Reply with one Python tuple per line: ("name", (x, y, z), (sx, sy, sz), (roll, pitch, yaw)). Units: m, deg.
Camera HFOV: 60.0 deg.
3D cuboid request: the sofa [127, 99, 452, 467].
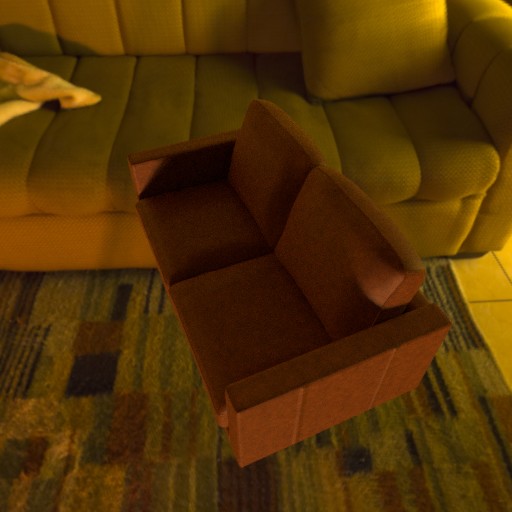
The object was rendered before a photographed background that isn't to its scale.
("sofa", (0.000, 0.000, 2.162), (0.909, 0.951, 1.578), (-18, 49, -16))
